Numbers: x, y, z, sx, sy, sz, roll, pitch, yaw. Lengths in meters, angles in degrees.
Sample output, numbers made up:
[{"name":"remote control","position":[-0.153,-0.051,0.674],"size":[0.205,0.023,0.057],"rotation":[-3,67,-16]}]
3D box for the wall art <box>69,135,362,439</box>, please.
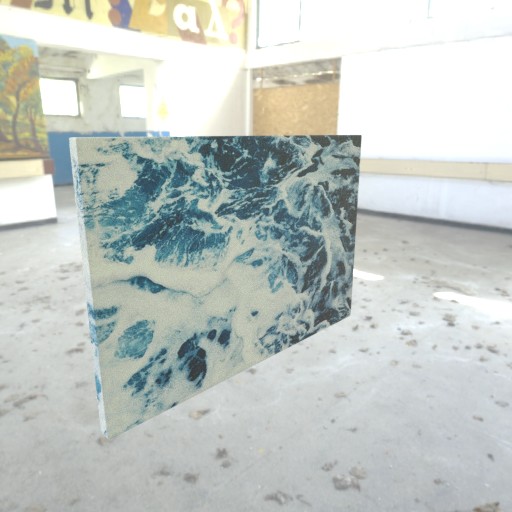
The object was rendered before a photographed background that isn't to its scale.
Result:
[{"name":"wall art","position":[0.000,0.000,1.942],"size":[0.055,1.017,1.524],"rotation":[15,21,42]}]
